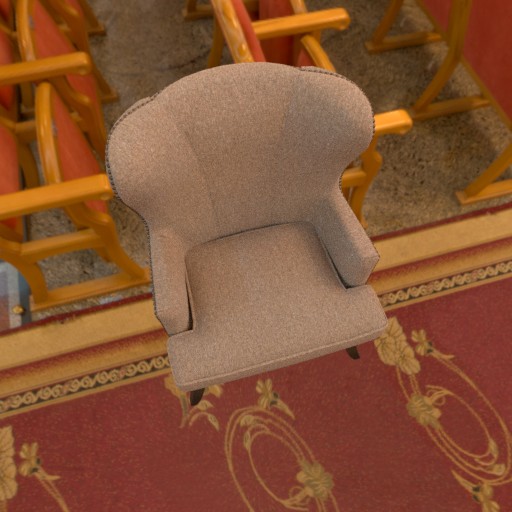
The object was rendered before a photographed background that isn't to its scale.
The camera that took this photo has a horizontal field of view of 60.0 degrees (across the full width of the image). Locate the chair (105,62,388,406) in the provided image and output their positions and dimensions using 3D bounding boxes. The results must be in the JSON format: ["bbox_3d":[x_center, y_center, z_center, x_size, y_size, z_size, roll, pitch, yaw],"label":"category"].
[{"bbox_3d":[0.000,0.000,1.582,0.759,1.060,0.758,-14,64,-7],"label":"chair"}]
